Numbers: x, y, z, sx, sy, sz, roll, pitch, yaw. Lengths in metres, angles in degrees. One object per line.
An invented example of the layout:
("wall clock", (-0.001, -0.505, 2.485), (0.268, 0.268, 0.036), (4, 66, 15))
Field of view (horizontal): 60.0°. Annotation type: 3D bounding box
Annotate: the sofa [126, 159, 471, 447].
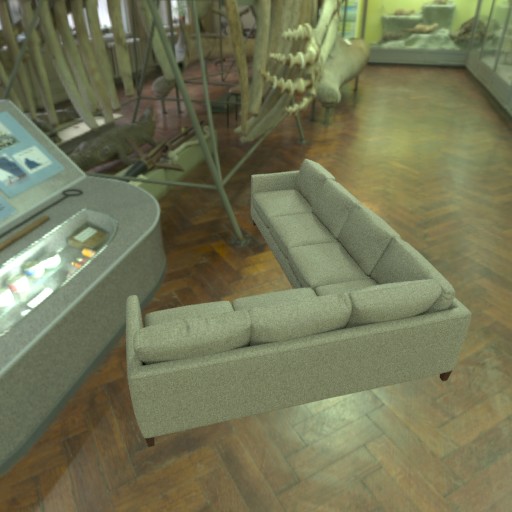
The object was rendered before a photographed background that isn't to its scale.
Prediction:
("sofa", (0.000, 0.000, 4.554), (2.593, 0.947, 3.302), (-8, 32, -13))
